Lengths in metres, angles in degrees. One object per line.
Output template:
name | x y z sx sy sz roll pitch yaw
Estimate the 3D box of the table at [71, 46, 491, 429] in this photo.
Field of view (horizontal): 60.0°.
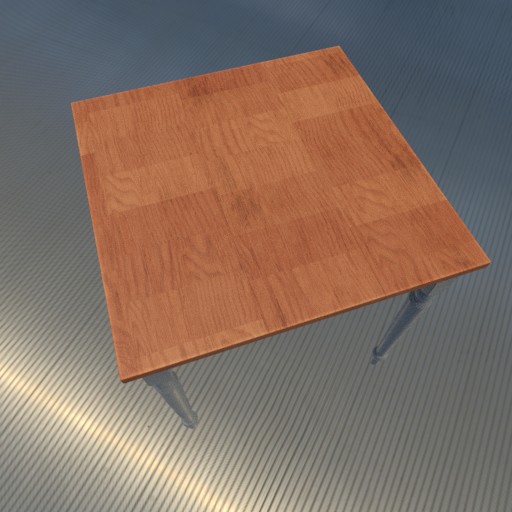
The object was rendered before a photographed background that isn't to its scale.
table | 0.000 0.000 1.327 0.747 0.738 0.747 -16 60 -9
